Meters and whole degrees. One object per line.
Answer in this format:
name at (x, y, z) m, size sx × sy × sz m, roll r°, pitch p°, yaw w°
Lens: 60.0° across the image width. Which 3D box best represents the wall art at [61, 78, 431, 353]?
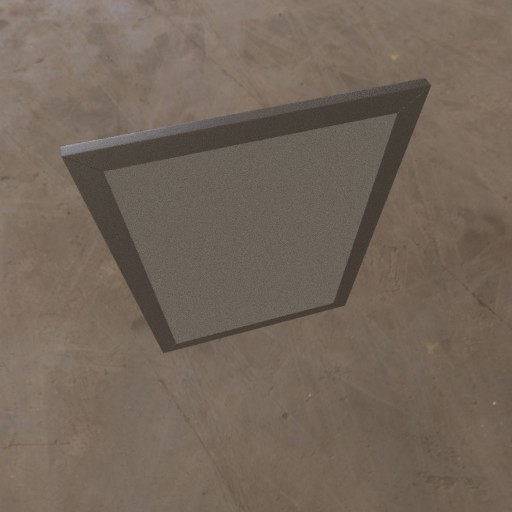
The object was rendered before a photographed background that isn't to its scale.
wall art at (0.000, 0.000, 0.662) m, size 0.376 × 0.529 × 0.013 m, roll -13°, pitch 59°, yaw -8°
